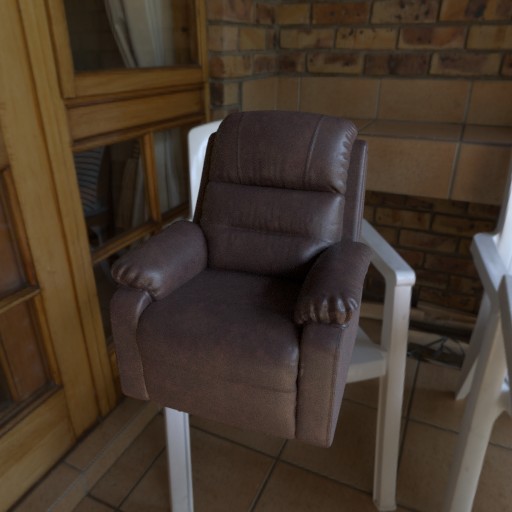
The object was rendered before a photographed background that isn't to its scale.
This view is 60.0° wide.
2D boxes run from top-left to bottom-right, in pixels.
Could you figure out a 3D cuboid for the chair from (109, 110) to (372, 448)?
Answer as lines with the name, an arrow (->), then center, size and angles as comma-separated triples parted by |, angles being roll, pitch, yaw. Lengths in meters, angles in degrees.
chair -> 0.000, 0.000, 1.716 | 0.855, 0.992, 0.919 | 8, 27, 17
